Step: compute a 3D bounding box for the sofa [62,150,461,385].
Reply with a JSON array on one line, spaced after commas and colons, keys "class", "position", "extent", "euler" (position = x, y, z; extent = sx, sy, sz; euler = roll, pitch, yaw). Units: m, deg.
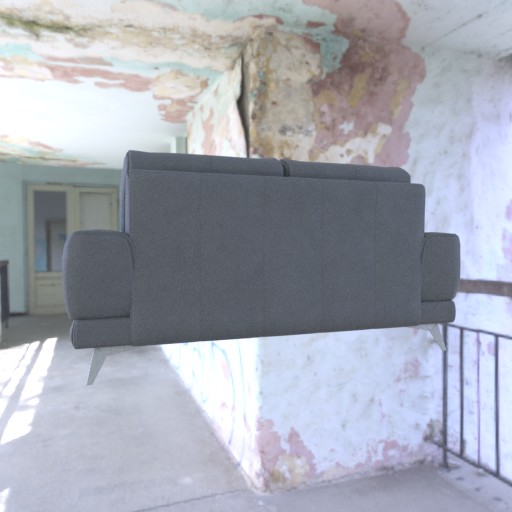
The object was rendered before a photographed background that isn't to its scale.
[{"class": "sofa", "position": [0.000, 0.000, 2.320], "extent": [1.806, 0.907, 1.018], "euler": [-1, 2, -19]}]
